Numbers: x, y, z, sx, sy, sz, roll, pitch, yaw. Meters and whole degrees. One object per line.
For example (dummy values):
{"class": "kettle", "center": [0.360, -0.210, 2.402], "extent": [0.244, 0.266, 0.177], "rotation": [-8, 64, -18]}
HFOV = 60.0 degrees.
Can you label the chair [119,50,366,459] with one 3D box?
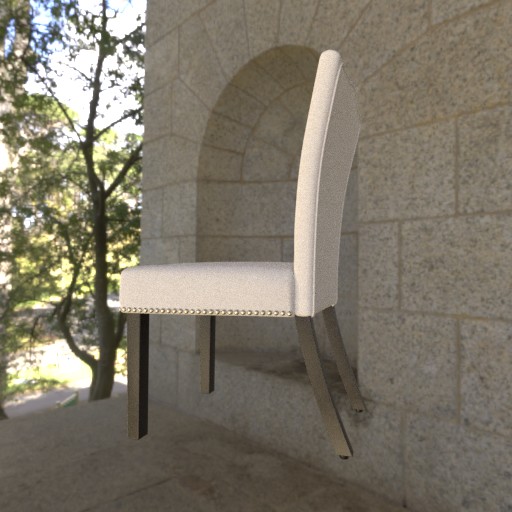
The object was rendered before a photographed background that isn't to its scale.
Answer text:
{"class": "chair", "center": [0.000, 0.000, 1.287], "extent": [0.589, 0.946, 0.518], "rotation": [0, -1, 19]}
